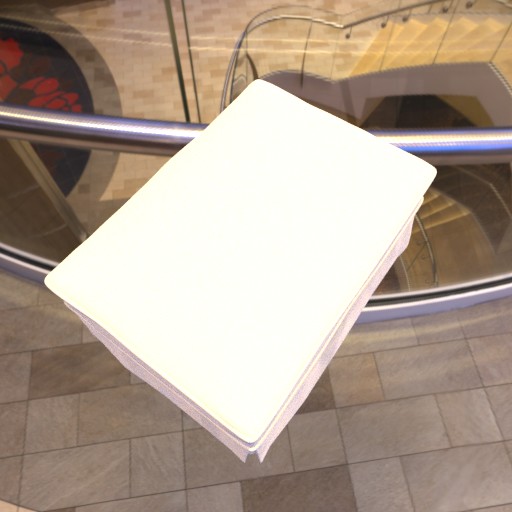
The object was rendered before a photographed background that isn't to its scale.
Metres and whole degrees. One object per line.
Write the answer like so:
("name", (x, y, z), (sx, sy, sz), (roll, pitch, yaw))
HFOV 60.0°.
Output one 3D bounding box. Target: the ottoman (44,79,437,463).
("ottoman", (0.000, 0.000, 1.340), (0.703, 0.479, 0.944), (33, 67, 16))
